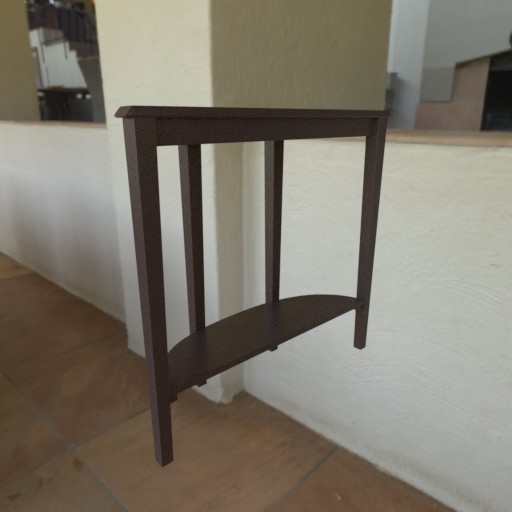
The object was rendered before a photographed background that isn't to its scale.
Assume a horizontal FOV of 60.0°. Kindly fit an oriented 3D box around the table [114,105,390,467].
[{"bbox_3d":[0.000,0.000,1.321,0.909,0.831,0.274,-16,23,-41],"label":"table"}]
